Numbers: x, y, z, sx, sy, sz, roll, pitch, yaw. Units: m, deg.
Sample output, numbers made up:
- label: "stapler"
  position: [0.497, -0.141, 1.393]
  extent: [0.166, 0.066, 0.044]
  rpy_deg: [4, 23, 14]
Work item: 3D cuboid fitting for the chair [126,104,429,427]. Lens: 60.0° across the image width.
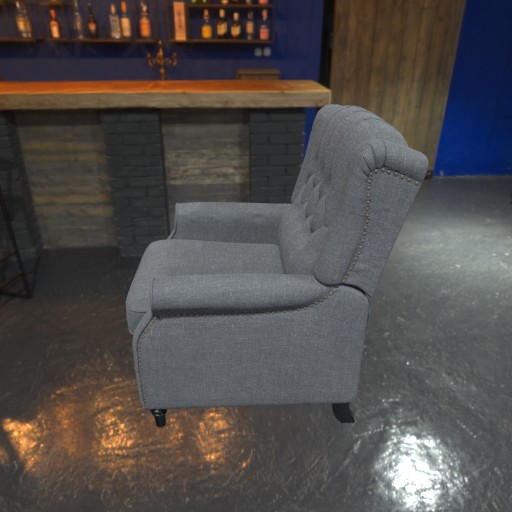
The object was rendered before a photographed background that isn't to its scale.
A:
- label: "chair"
  position: [0.000, 0.000, 1.638]
  extent: [0.898, 1.035, 0.742]
  rpy_deg: [-1, 27, -2]
